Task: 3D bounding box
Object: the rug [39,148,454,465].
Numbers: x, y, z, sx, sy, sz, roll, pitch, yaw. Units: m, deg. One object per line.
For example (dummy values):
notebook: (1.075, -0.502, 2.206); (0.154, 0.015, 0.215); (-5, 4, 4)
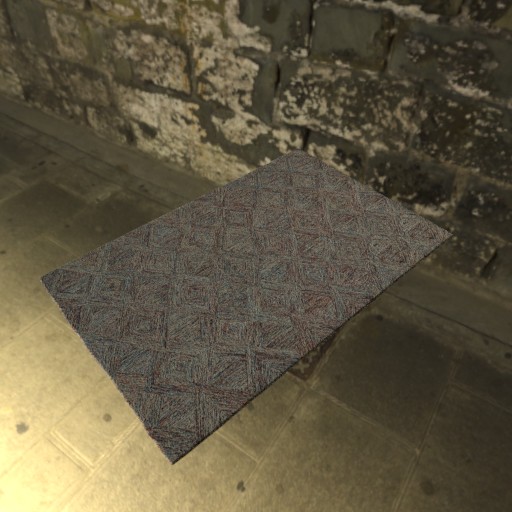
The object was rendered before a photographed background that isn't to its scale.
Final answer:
rug: (0.000, 0.000, 2.205); (1.761, 0.014, 1.143); (-32, 53, -28)
